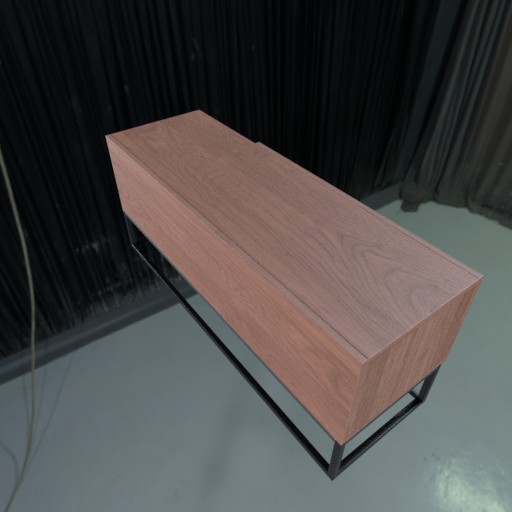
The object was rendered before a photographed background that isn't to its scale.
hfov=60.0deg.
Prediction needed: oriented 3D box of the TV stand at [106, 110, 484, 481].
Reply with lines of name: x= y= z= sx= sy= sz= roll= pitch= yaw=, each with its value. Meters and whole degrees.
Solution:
TV stand: x=0.000 y=0.000 z=1.438 sx=0.415 sy=0.500 sz=1.200 roll=-26 pitch=47 yaw=-27
